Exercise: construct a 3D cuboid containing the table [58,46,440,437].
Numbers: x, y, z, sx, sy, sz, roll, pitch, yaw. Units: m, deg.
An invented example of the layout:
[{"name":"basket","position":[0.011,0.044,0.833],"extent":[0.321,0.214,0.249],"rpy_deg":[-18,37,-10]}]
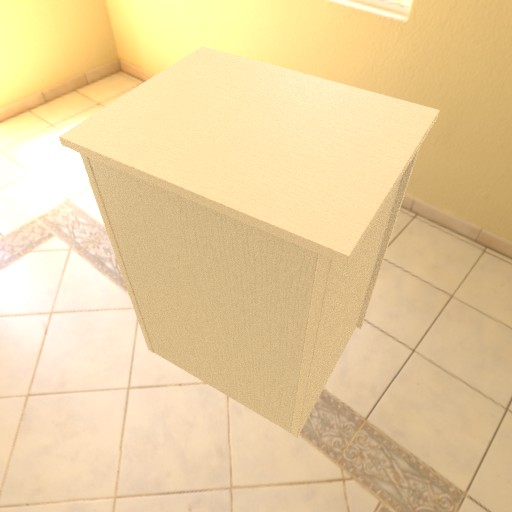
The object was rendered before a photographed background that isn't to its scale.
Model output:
[{"name":"table","position":[0.000,0.000,0.940],"extent":[0.480,0.635,0.381],"rpy_deg":[24,52,20]}]
